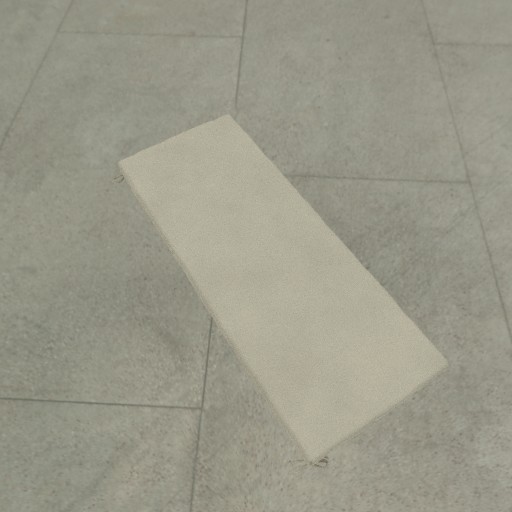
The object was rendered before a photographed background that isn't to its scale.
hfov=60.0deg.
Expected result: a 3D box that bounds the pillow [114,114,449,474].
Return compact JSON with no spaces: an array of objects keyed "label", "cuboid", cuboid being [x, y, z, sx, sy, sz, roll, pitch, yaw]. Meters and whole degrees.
[{"label":"pillow","cuboid":[0.000,0.000,1.368,0.492,0.081,1.187,-28,63,-16]}]
